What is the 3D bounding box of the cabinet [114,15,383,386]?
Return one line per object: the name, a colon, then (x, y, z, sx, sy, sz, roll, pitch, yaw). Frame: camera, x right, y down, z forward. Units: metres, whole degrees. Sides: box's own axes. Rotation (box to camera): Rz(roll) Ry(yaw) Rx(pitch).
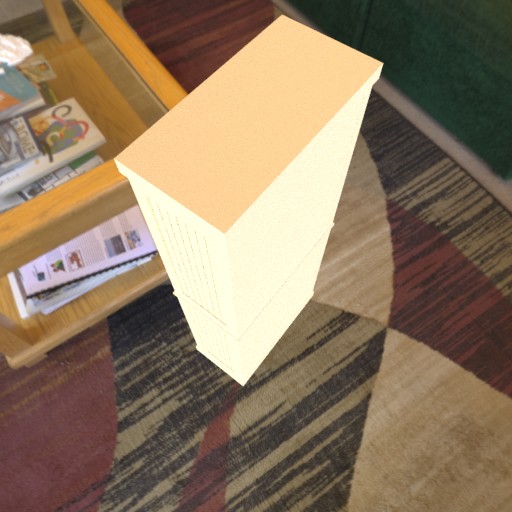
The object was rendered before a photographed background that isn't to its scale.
cabinet: (0.000, 0.000, 2.064, 0.390, 1.829, 0.754, 34, 68, 16)
